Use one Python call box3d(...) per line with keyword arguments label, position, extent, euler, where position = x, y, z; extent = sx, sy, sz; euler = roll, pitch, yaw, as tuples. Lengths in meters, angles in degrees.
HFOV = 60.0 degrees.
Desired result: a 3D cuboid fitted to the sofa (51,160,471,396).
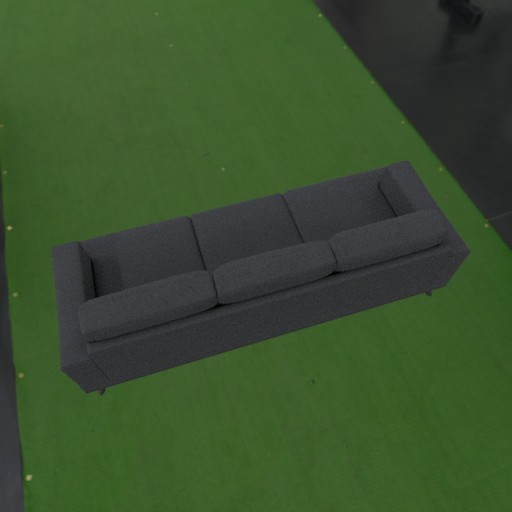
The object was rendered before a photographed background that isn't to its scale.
box3d(label="sofa", position=(0.000, 0.000, 2.719), extent=(2.310, 0.810, 0.920), euler=(-15, 59, -9))
